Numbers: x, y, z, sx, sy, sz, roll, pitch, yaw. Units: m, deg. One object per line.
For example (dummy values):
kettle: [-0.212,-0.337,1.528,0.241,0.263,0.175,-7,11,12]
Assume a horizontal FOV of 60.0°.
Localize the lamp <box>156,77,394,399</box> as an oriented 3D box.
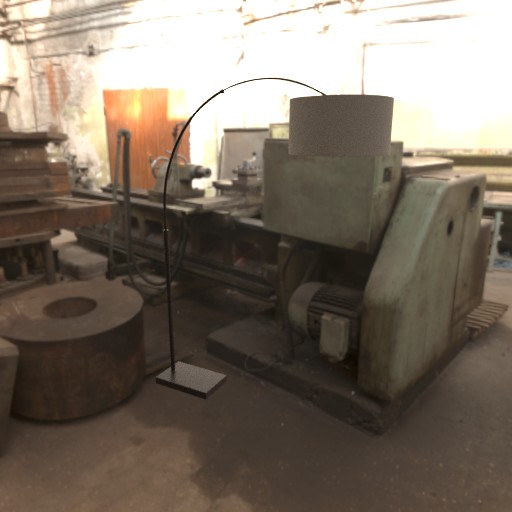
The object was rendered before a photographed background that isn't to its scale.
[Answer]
lamp: [0.000,0.000,2.568,1.424,1.927,0.493,8,17,27]
